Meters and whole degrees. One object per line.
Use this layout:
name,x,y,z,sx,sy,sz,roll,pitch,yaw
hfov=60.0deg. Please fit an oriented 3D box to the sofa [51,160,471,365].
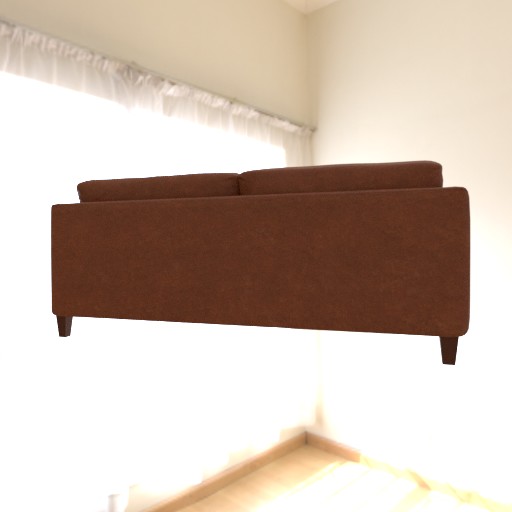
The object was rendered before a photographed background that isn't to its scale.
sofa,0.000,0.000,2.635,2.204,0.932,0.950,0,0,18
